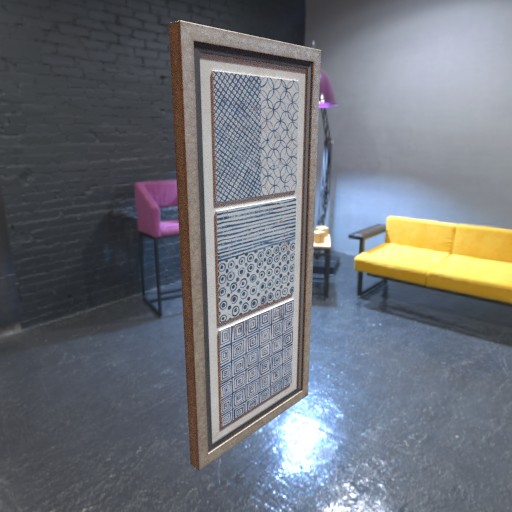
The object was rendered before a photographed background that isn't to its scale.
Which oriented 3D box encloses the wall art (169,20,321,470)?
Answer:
[{"bbox_3d":[0.000,0.000,1.633,0.051,1.461,0.648,15,22,41],"label":"wall art"}]
